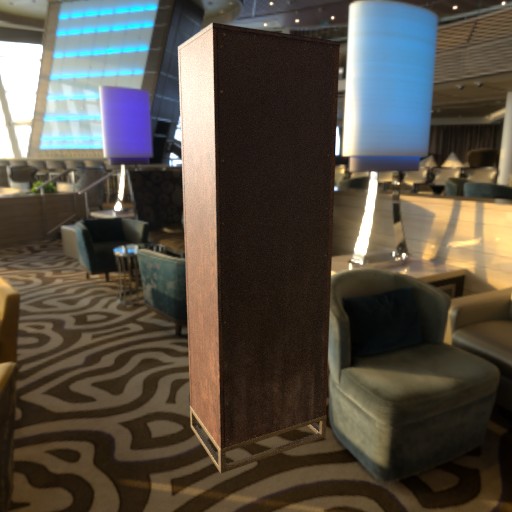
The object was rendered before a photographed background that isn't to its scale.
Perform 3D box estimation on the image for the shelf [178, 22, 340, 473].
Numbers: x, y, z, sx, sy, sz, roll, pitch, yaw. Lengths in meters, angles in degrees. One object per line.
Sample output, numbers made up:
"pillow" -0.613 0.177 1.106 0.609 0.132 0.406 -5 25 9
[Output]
"shelf" 0.000 0.000 1.960 0.539 1.732 0.395 -6 14 -27
